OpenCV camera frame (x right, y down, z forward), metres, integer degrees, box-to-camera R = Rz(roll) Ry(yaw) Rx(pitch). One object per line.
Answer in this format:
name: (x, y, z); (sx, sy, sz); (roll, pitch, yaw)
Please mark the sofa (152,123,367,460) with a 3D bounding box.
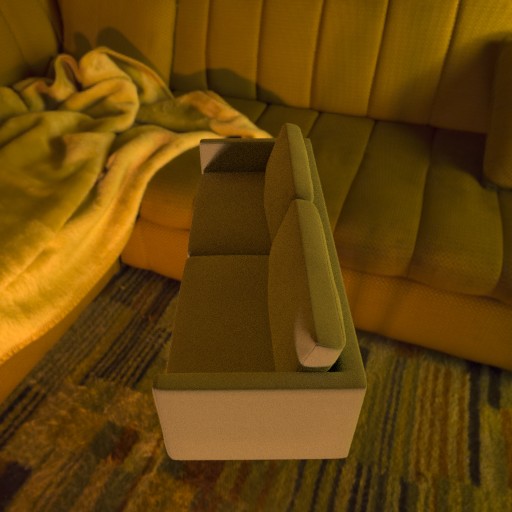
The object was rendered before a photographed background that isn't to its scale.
sofa: (0.000, 0.000, 2.960); (0.948, 0.965, 2.434); (0, 40, 0)
